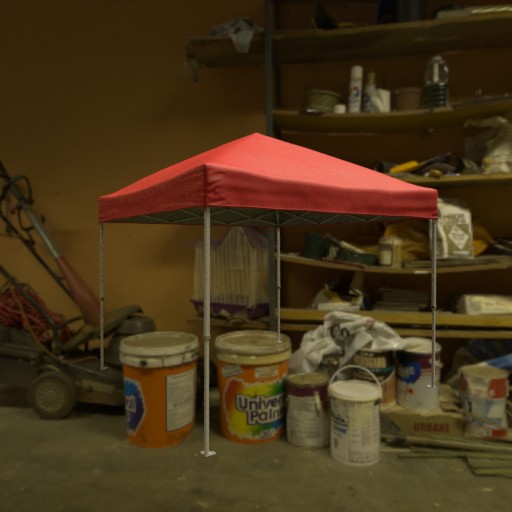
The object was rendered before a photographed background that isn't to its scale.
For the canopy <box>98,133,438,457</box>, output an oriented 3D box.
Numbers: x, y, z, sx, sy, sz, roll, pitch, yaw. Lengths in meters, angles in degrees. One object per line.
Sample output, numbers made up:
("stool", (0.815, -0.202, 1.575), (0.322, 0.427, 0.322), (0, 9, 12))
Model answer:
("canopy", (0.000, 0.000, 5.431), (2.996, 2.997, 2.998), (-1, 2, -34))
